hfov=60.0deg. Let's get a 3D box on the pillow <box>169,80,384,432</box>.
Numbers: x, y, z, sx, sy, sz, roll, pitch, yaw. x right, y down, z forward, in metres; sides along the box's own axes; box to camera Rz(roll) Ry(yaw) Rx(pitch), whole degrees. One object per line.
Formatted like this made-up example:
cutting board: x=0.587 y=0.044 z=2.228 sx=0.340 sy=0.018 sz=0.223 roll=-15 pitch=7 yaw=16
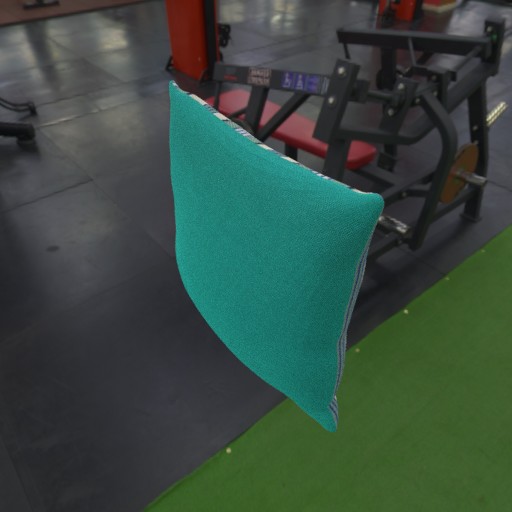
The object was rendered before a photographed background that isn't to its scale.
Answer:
pillow: x=0.000 y=0.000 z=0.701 sx=0.182 sy=0.441 sz=0.440 roll=-27 pitch=48 yaw=-27
